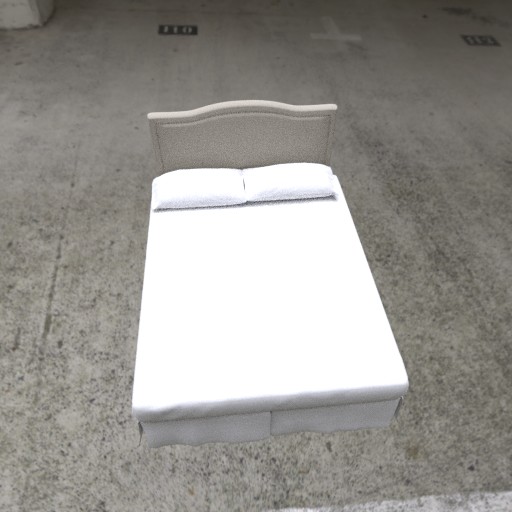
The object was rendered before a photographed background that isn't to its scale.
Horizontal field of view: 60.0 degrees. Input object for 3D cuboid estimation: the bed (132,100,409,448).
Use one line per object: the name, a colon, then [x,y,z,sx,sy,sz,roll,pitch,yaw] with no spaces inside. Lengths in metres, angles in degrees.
bed: [0.000,0.000,3.627,1.977,1.437,2.477,-4,48,-4]
